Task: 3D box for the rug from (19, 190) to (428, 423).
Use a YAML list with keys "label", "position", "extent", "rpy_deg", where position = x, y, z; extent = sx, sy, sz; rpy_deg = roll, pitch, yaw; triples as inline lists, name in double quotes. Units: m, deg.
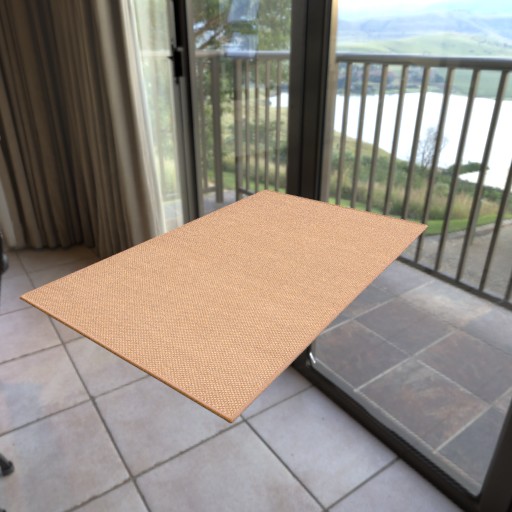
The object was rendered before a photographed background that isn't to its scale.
- label: "rug"
  position: [0.000, 0.000, 2.047]
  extent: [1.067, 0.013, 1.676]
  rpy_deg: [18, 31, 32]
